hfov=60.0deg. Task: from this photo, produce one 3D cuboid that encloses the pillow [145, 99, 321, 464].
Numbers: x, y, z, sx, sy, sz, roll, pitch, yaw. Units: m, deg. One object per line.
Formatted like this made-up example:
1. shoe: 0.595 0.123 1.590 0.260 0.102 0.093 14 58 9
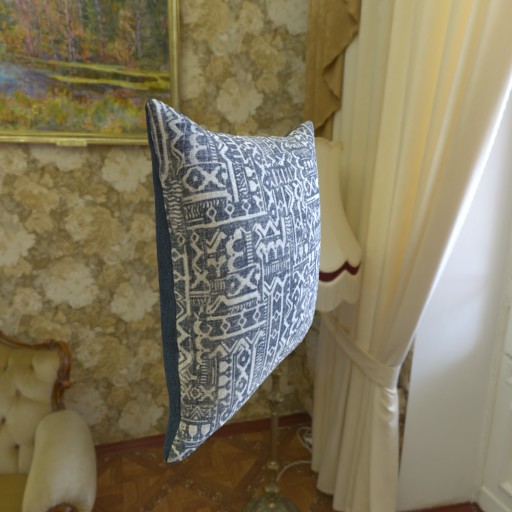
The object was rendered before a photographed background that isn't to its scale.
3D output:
1. pillow: 0.000 0.000 0.789 0.180 0.487 0.546 7 15 26
